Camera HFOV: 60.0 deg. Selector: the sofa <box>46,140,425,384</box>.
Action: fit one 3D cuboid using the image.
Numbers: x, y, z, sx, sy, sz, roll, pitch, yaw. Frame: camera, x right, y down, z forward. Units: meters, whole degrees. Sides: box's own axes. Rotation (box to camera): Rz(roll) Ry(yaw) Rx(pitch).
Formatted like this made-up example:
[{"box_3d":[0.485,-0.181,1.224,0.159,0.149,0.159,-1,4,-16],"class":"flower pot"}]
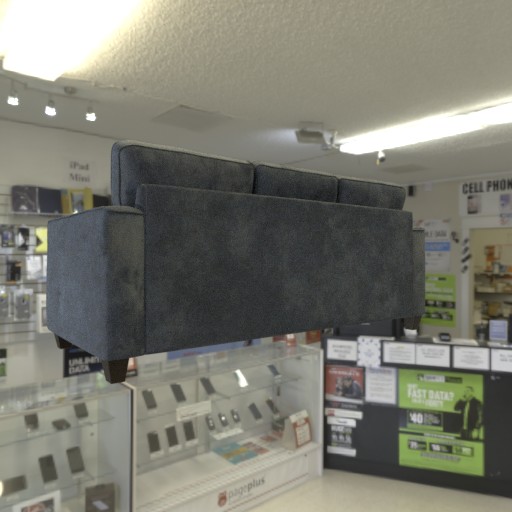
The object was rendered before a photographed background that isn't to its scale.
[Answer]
[{"box_3d":[0.000,0.000,2.624,2.133,0.965,0.939,0,0,-38],"class":"sofa"}]
